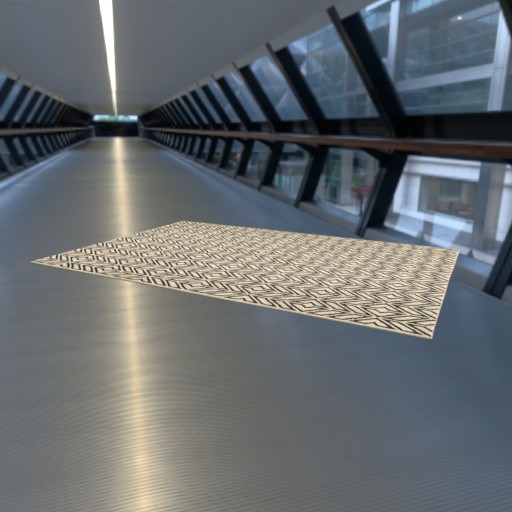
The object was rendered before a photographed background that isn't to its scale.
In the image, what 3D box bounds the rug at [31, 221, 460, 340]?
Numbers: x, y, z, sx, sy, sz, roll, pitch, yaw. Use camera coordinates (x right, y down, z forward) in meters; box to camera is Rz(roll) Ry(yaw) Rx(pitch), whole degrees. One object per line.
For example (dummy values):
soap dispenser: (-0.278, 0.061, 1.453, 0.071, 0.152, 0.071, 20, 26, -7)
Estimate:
rug: (0.000, 0.000, 2.259, 1.828, 0.007, 1.220, 8, 17, 27)
